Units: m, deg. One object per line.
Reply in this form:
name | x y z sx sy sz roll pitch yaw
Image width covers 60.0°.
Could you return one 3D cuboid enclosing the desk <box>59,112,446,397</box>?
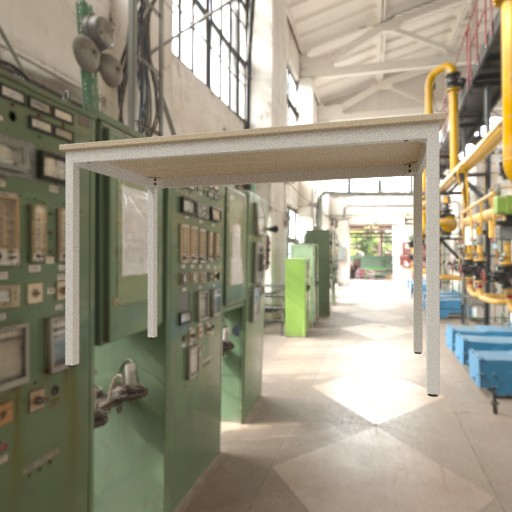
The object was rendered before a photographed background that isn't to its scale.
desk | 0.000 0.000 1.606 1.200 0.750 0.600 0 0 16
